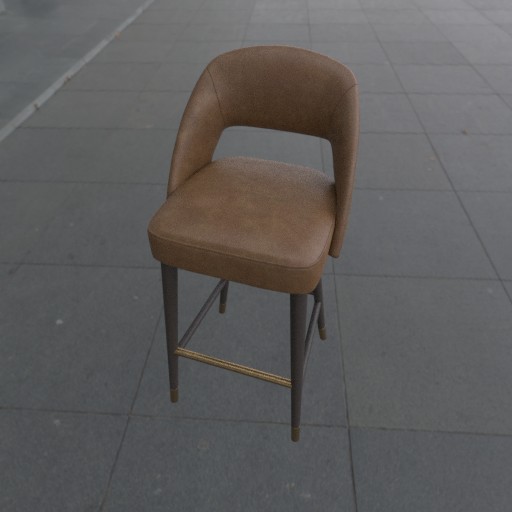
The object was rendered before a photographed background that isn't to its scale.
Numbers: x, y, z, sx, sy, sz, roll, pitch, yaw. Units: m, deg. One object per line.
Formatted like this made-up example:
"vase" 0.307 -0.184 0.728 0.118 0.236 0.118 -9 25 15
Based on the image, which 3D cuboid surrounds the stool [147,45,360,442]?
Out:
"stool" 0.000 0.000 1.309 0.494 1.037 0.509 12 42 14
